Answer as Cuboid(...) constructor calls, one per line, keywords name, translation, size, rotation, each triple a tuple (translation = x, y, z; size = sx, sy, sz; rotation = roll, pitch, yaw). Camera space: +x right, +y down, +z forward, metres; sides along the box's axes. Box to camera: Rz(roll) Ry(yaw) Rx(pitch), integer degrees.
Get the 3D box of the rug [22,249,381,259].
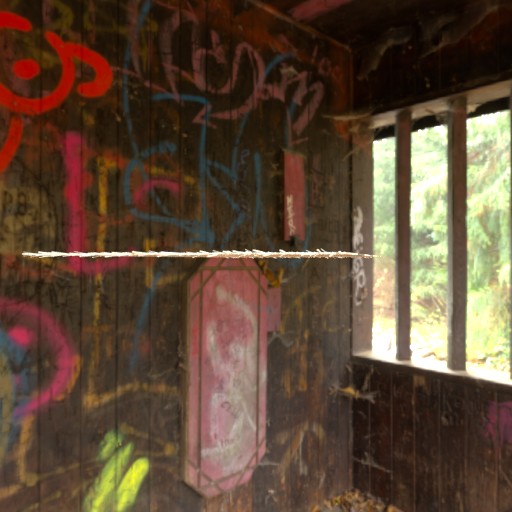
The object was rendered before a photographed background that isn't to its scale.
Cuboid(name="rug", translation=(0.000, 0.000, 2.447), size=(1.224, 0.027, 2.021), rotation=(0, 0, 19))
